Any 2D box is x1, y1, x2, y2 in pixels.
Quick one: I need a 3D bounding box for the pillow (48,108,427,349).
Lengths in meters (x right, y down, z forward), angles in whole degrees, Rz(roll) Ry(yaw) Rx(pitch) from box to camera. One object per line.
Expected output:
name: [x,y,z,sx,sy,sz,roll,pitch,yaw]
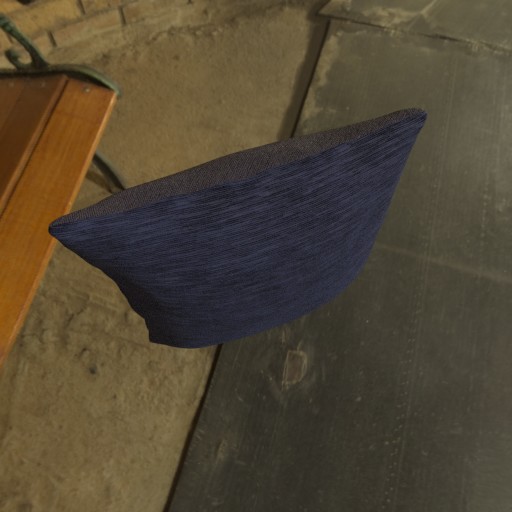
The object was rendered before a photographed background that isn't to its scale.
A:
pillow: [0.000,0.000,0.679,0.452,0.439,0.204,-19,65,-9]
